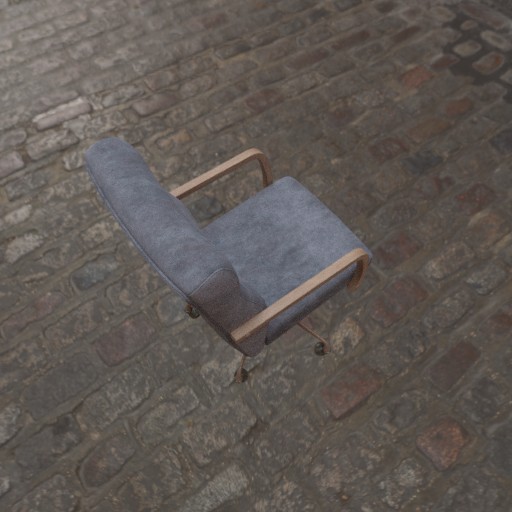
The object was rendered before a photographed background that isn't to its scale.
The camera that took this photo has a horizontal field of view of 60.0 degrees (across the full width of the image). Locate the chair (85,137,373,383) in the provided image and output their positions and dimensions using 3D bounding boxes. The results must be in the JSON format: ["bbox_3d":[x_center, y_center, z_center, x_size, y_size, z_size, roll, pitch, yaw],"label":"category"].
[{"bbox_3d":[0.000,0.000,1.498,0.741,1.029,0.640,-32,63,-18],"label":"chair"}]
